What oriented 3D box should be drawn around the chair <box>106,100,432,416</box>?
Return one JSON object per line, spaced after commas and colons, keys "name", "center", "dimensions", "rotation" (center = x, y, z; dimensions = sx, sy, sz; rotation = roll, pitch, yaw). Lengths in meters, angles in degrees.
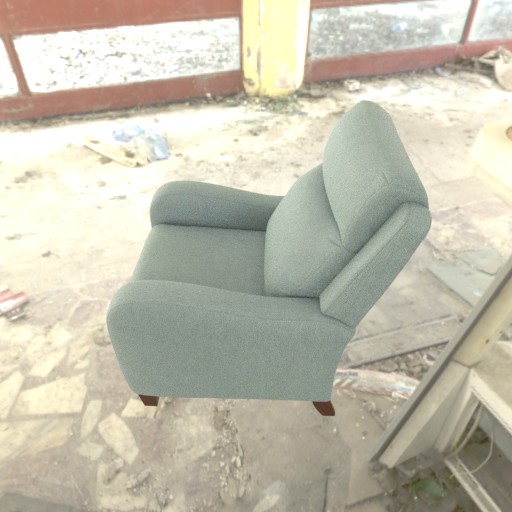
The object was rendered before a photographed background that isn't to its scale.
{"name": "chair", "center": [0.000, 0.000, 1.741], "dimensions": [0.988, 1.067, 0.785], "rotation": [2, 40, 2]}
